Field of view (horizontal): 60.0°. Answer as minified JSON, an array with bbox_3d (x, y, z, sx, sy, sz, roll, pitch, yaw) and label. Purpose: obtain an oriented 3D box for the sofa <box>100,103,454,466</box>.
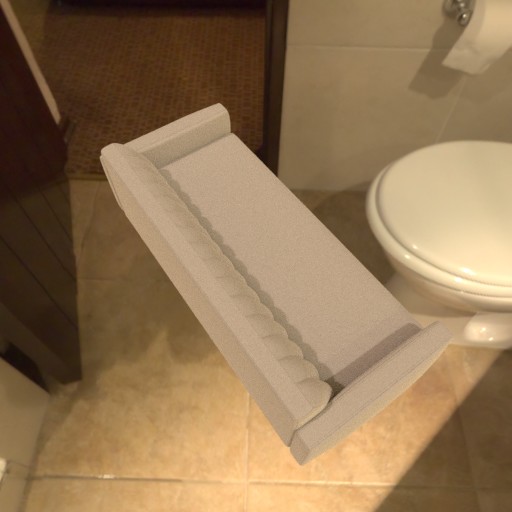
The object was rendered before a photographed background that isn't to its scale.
[{"bbox_3d":[0.000,0.000,2.797,0.990,0.821,2.291,-31,62,-18],"label":"sofa"}]
